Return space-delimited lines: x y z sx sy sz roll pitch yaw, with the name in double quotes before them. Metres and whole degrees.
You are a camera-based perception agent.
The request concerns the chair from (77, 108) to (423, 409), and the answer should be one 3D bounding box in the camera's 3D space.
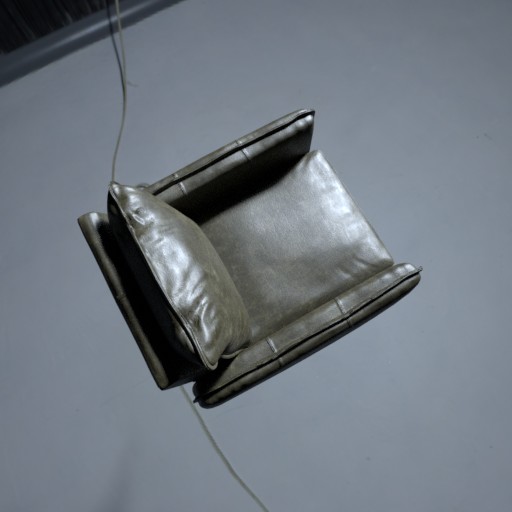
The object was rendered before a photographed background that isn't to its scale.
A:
"chair" 0.000 0.000 1.653 0.921 0.921 0.830 -29 77 -7
